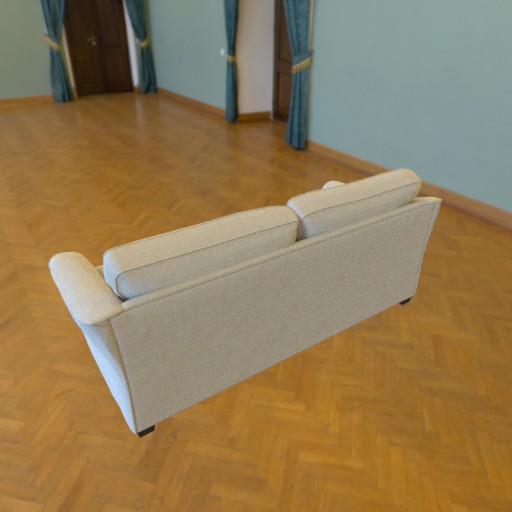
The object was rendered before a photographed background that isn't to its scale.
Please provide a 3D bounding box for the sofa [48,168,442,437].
[{"bbox_3d":[0.000,0.000,2.753,2.270,0.965,0.980,-19,35,-29],"label":"sofa"}]
